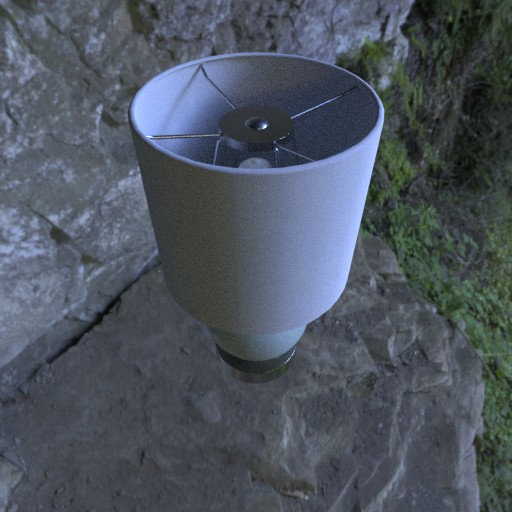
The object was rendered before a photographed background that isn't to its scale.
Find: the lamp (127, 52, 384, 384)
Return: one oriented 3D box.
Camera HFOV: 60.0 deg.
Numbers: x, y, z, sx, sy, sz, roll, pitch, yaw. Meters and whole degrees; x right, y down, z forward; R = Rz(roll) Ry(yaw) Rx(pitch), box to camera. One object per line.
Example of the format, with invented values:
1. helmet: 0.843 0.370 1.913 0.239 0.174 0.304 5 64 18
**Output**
1. lamp: 0.000 0.000 0.478 0.201 0.353 0.201 25 50 23
